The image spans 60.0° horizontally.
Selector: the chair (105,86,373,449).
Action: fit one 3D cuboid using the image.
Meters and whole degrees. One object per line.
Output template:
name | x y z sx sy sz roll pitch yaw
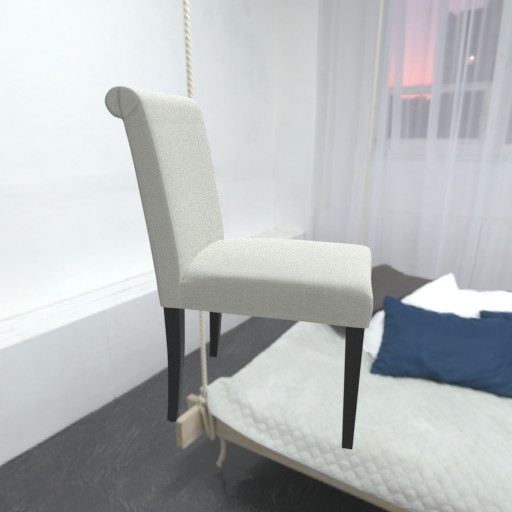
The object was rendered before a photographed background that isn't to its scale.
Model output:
chair | 0.000 0.000 1.387 0.708 0.976 0.452 4 16 12
